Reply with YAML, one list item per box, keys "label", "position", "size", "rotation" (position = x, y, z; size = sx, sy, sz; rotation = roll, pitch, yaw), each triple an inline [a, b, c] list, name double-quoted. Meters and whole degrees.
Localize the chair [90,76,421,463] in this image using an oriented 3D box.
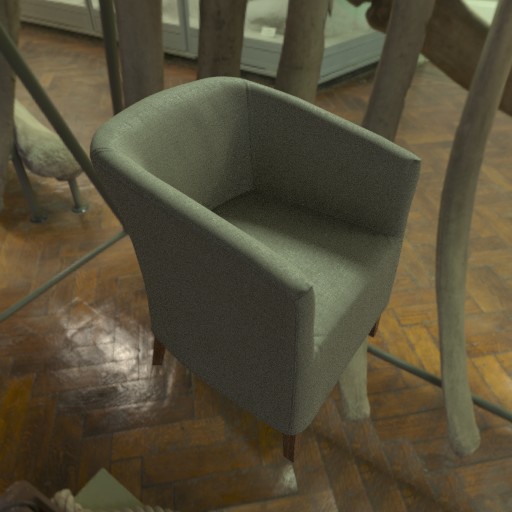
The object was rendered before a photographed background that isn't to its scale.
- label: "chair"
  position: [0.000, 0.000, 1.246]
  size: [0.668, 0.771, 0.600]
  rotation: [25, 47, 26]
